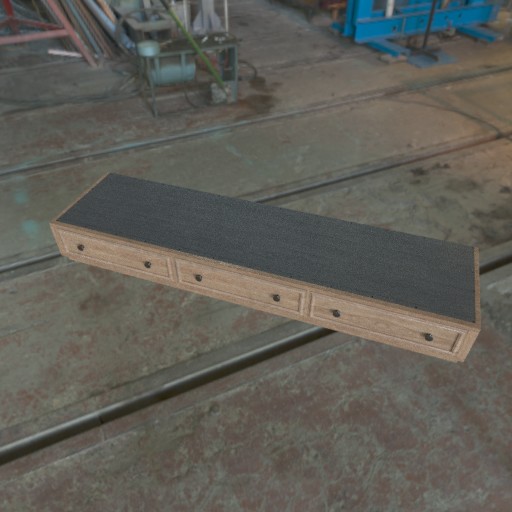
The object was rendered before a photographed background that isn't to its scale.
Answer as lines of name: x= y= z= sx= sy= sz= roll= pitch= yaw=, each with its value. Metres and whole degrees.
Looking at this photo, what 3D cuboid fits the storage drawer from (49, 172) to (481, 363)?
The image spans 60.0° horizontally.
storage drawer: x=0.000 y=0.000 z=2.239 sx=2.032 sy=0.264 sz=0.538 roll=13 pitch=43 yaw=14
